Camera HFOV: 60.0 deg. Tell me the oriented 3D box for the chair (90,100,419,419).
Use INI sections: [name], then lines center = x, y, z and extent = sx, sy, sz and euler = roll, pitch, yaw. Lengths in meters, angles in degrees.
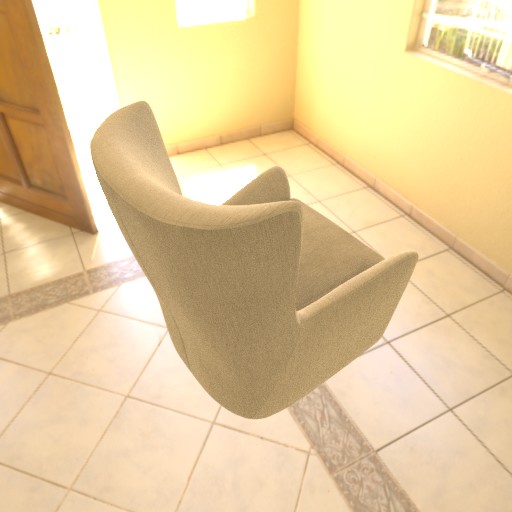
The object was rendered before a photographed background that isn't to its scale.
[chair]
center = 0.000, 0.000, 1.607
extent = 0.904, 1.000, 0.779
euler = -26, 47, -27
